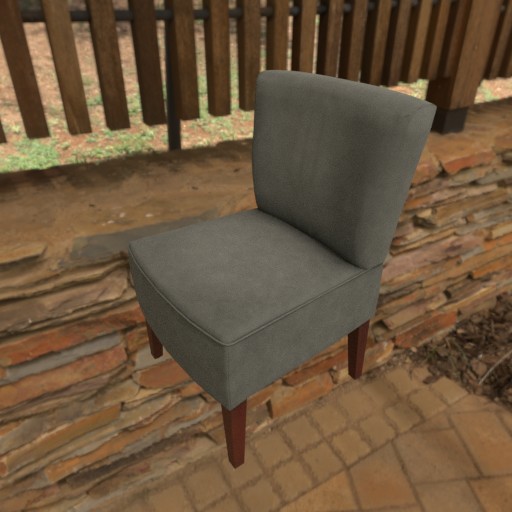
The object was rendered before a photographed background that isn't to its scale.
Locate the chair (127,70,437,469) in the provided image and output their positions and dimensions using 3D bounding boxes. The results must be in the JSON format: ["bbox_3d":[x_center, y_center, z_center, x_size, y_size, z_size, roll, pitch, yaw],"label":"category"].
[{"bbox_3d":[0.000,0.000,1.133,0.554,0.806,0.521,-20,37,-30],"label":"chair"}]
